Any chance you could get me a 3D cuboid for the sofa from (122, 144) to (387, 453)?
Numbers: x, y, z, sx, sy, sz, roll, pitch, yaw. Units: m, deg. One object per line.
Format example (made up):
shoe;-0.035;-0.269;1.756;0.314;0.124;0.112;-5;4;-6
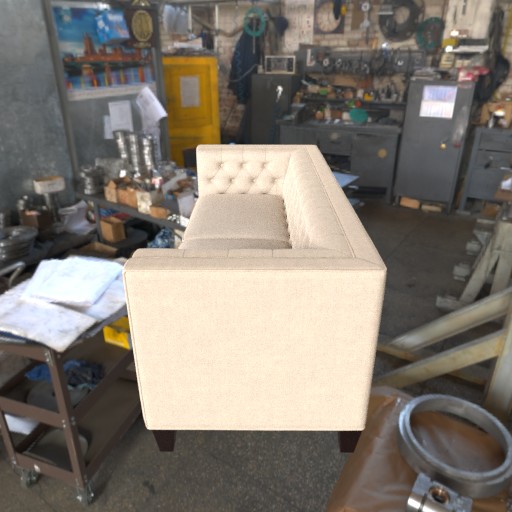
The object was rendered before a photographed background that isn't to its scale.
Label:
sofa;0.000;0.000;2.229;0.775;0.762;1.778;0;25;0
